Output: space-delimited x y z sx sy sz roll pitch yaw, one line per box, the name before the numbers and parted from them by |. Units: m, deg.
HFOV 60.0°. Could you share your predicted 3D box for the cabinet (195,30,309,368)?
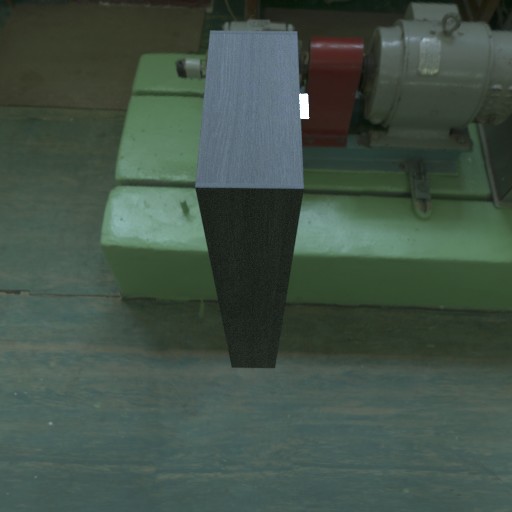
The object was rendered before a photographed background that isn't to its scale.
cabinet | 0.000 0.000 1.798 0.255 1.630 0.520 1 62 0
